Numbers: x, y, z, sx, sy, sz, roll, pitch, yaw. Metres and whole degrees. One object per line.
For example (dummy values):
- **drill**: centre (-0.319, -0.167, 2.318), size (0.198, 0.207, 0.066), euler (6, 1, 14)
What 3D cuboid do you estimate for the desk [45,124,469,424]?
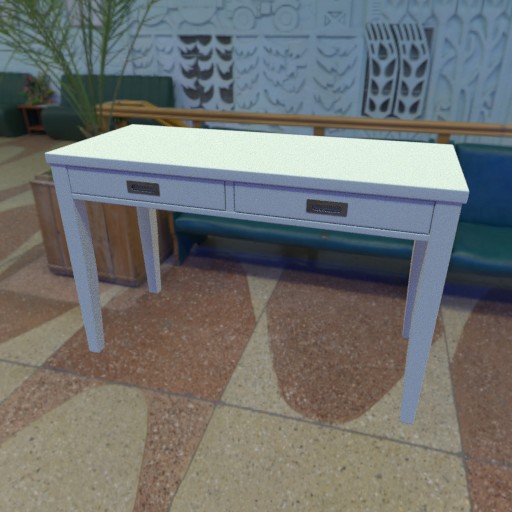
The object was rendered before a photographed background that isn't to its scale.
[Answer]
- **desk**: centre (0.000, 0.000, 1.601), size (1.220, 0.775, 0.508), euler (8, 28, 16)
